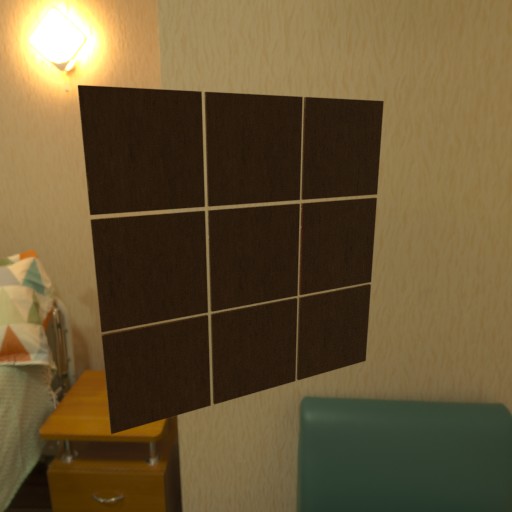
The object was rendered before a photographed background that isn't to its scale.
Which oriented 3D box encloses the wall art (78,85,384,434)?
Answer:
[{"bbox_3d":[0.000,0.000,1.764,1.215,1.213,0.013,-8,16,-27],"label":"wall art"}]
